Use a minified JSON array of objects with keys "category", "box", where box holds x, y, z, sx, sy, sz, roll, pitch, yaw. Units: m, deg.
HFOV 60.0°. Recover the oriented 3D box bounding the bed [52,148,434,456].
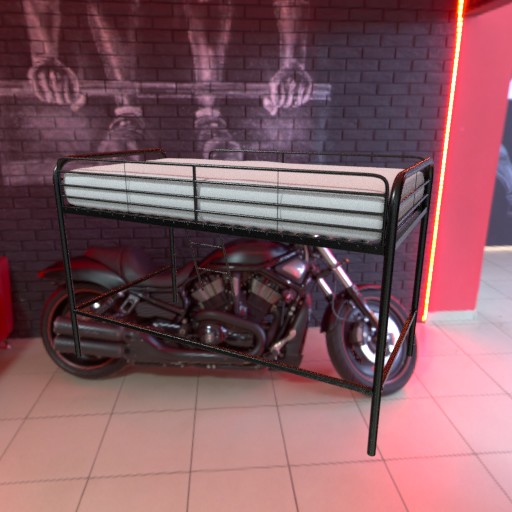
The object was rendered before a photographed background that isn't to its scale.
[{"category":"bed","box":[0.000,0.000,2.878,1.968,1.289,1.393,9,19,26]}]
